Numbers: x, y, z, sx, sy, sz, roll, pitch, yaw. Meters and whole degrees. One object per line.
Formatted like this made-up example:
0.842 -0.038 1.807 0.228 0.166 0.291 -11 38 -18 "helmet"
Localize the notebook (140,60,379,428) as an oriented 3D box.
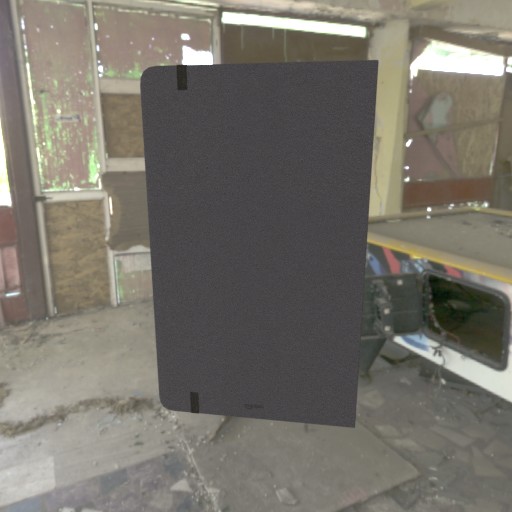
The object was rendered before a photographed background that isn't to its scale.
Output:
0.000 0.000 0.266 0.127 0.213 0.016 2 15 9 "notebook"
